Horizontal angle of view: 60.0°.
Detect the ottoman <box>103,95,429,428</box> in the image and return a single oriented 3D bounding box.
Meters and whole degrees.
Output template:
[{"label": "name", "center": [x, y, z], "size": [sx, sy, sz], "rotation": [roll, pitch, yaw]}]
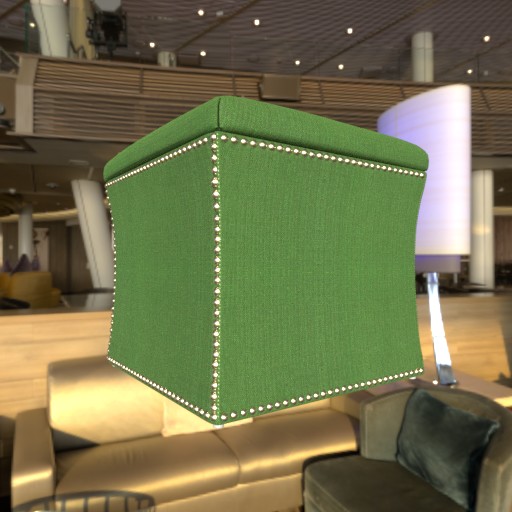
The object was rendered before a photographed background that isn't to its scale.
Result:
[{"label": "ottoman", "center": [0.000, 0.000, 0.909], "size": [0.497, 0.475, 0.507], "rotation": [0, -1, -35]}]
